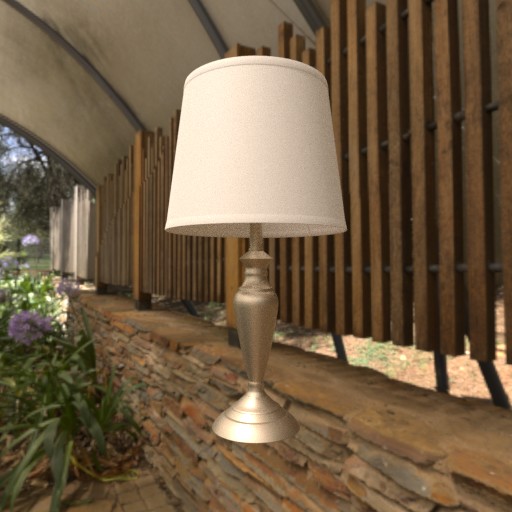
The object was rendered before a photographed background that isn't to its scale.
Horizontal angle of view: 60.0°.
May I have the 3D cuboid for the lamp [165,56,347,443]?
[{"bbox_3d":[0.000,0.000,0.814,0.328,0.619,0.328,0,-1,0],"label":"lamp"}]
